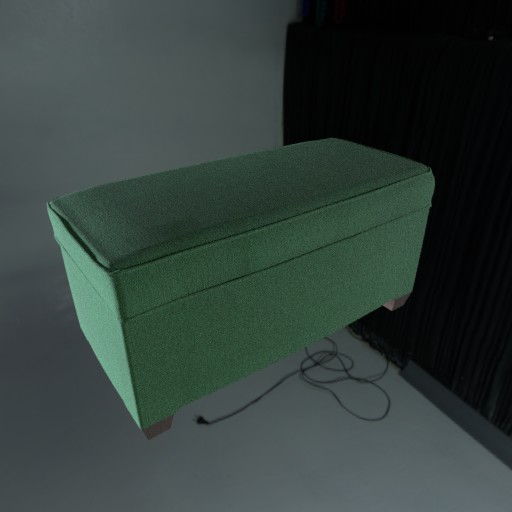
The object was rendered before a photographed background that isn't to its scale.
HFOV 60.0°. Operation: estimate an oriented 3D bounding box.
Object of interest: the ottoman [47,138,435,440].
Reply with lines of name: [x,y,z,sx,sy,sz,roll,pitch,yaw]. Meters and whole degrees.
ottoman: [0.000,0.000,1.251,0.957,0.471,0.483,-19,35,-30]
